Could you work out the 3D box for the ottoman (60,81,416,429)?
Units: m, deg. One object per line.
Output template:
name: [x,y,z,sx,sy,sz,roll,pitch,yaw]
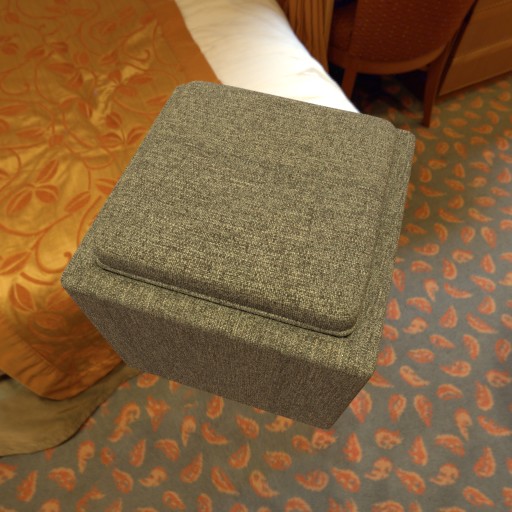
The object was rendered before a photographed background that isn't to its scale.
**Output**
ottoman: [0.000,0.000,0.838,0.450,0.460,0.450,15,60,9]
